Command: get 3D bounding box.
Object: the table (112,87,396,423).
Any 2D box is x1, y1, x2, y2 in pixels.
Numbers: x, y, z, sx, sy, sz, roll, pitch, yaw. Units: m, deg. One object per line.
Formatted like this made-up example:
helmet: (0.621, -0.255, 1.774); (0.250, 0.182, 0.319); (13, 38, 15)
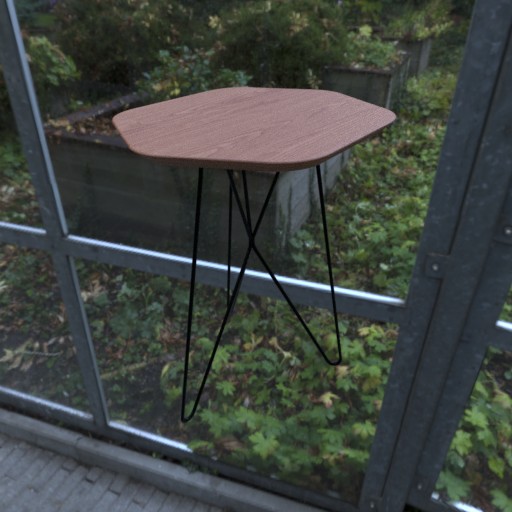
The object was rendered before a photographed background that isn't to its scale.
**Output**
table: (0.000, 0.000, 0.897); (0.400, 0.562, 0.500); (22, 38, 31)
